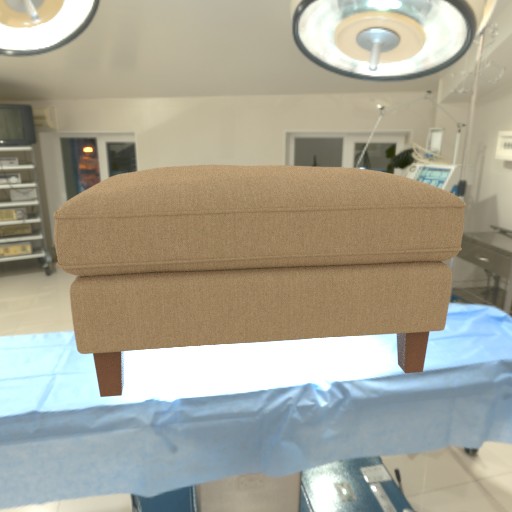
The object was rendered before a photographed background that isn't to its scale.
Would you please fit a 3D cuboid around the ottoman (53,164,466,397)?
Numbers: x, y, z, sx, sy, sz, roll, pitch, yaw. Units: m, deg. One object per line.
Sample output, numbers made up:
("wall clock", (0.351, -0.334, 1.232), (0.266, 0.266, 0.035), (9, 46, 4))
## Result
("ottoman", (0.000, 0.000, 1.304), (0.945, 0.521, 0.636), (-2, 16, -8))
